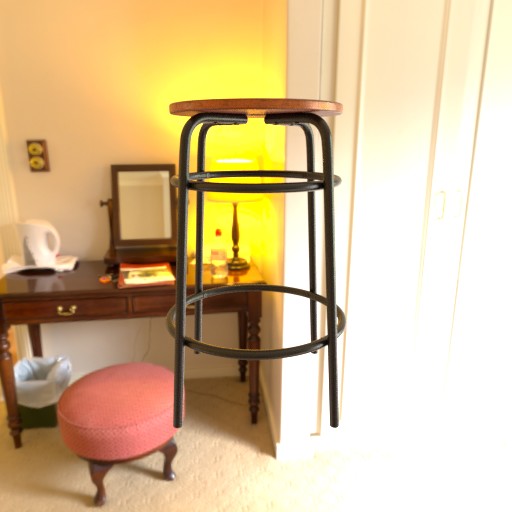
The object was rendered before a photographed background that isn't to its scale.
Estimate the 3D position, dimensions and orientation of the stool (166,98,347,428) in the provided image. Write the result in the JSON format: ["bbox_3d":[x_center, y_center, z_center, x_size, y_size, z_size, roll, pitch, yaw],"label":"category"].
[{"bbox_3d":[0.000,0.000,0.946,0.455,0.610,0.455,14,20,43],"label":"stool"}]
